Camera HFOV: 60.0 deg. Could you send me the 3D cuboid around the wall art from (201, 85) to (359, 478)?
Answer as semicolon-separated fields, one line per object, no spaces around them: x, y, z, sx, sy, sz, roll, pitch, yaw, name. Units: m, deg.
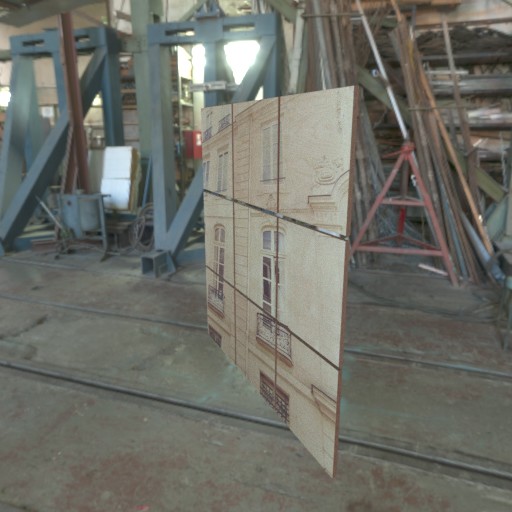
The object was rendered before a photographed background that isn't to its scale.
0.000;0.000;1.838;0.024;1.218;1.221;-7;17;-25;wall art
